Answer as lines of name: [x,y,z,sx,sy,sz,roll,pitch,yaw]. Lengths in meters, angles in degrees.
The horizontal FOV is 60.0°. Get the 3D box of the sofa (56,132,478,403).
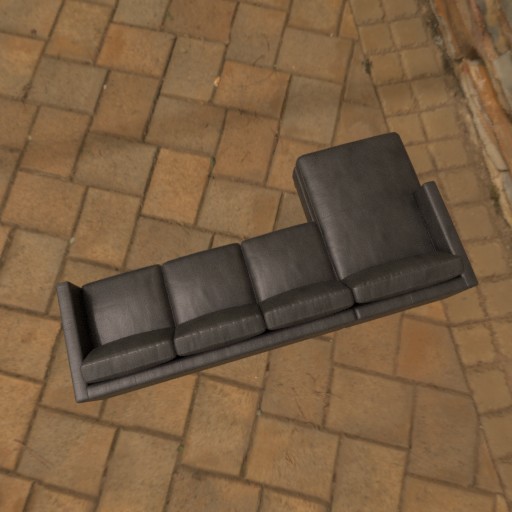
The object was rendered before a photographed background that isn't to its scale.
sofa: [0.000,0.000,3.841,3.203,0.883,1.581,-16,75,-4]
